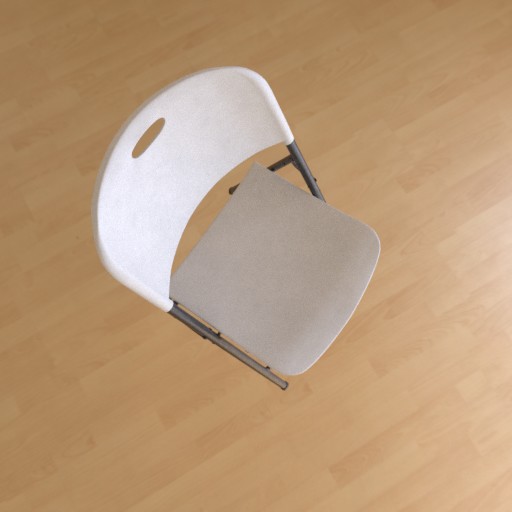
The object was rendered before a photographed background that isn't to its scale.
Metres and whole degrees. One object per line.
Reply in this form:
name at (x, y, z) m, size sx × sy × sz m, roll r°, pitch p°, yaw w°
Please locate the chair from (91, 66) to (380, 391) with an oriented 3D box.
chair at (0.000, 0.000, 1.149) m, size 0.566 × 0.810 × 0.494 m, roll 34°, pitch 79°, yaw 8°
